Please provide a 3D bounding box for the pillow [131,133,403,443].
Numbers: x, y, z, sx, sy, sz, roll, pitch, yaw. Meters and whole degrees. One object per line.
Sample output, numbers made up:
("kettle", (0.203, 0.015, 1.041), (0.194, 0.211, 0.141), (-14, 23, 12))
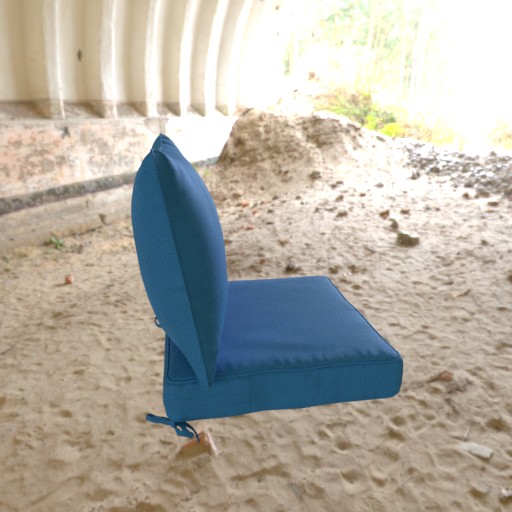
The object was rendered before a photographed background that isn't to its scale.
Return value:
("pillow", (0.000, 0.000, 1.404), (0.733, 0.725, 0.798), (-3, 18, -10))
